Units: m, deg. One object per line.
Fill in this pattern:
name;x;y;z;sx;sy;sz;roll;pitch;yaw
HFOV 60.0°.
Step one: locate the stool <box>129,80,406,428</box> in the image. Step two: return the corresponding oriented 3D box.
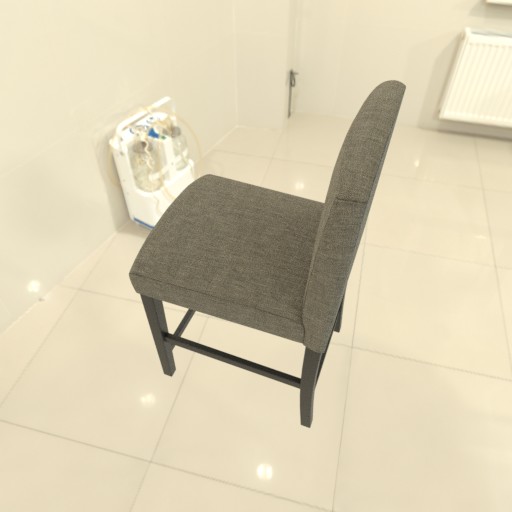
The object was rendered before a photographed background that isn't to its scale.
stool;0.000;0.000;1.231;0.552;0.966;0.451;16;48;14
